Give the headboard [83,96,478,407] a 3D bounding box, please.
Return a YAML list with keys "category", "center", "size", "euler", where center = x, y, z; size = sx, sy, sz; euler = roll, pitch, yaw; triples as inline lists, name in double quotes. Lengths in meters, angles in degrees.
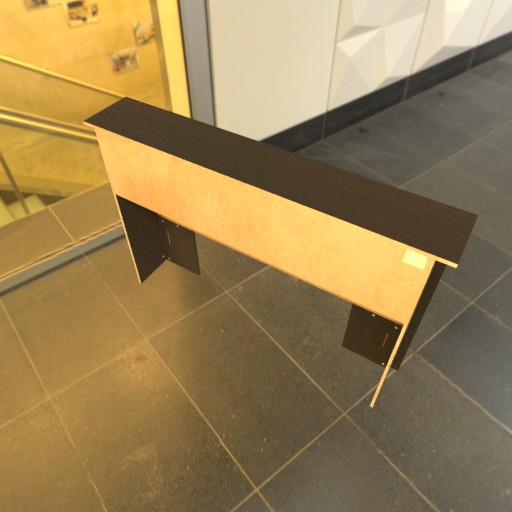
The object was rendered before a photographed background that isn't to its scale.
- category: "headboard"
  center: [0.000, 0.000, 2.178]
  size: [1.671, 1.092, 0.279]
  euler: [24, 51, 21]
